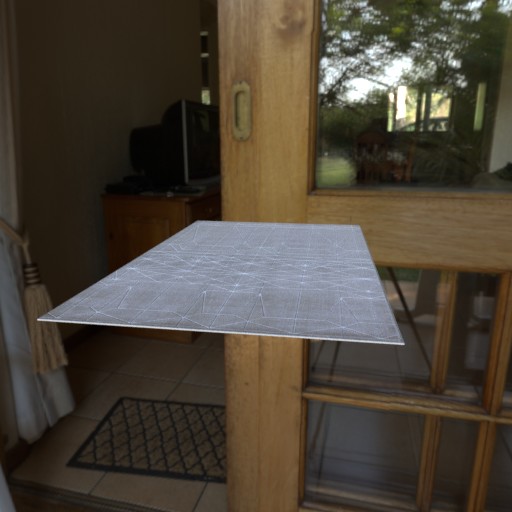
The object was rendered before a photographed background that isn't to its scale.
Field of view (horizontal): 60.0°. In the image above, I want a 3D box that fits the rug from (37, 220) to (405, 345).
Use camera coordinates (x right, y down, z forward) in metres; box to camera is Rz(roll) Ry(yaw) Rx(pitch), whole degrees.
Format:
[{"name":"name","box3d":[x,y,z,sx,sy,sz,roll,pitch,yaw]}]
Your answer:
[{"name":"rug","box3d":[0.000,0.000,2.960,1.524,0.012,2.438,2,15,9]}]
